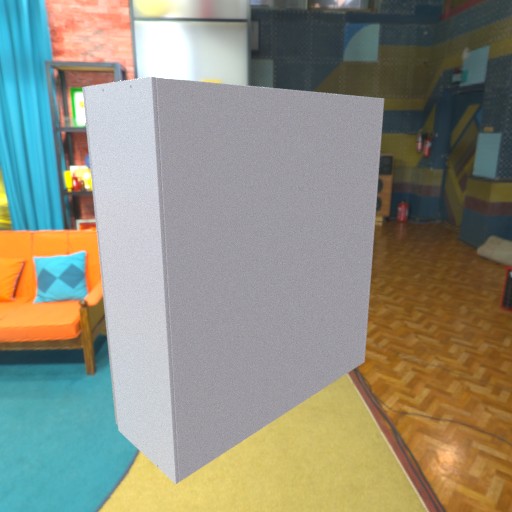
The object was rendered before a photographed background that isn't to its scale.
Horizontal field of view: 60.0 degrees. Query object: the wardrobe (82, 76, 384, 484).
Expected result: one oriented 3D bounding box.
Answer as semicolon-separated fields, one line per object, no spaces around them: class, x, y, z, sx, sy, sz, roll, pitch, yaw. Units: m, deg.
wardrobe;0.000;0.000;2.826;1.780;1.960;0.629;-15;22;-43
